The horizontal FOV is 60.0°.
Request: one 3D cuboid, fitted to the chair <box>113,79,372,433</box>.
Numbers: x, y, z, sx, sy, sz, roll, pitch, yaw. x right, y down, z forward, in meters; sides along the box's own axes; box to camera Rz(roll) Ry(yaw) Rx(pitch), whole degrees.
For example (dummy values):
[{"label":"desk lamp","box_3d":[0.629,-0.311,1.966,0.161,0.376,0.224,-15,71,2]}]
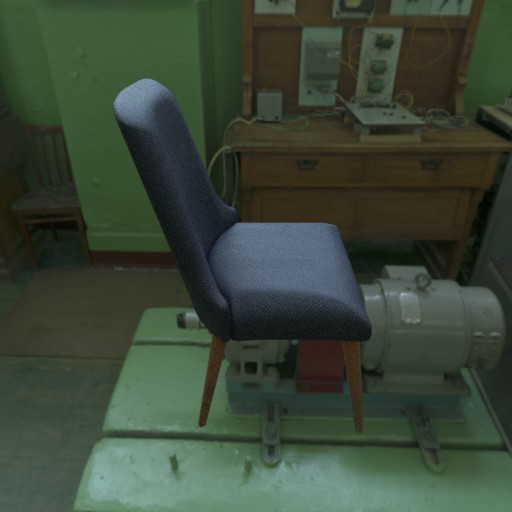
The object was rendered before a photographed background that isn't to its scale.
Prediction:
[{"label":"chair","box_3d":[0.000,0.000,1.140,0.567,0.820,0.504,0,31,0]}]
